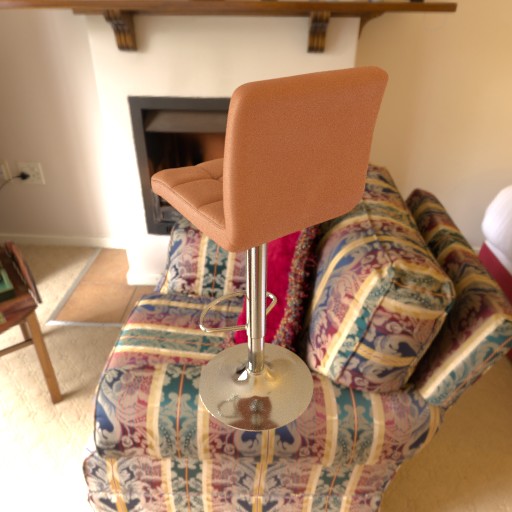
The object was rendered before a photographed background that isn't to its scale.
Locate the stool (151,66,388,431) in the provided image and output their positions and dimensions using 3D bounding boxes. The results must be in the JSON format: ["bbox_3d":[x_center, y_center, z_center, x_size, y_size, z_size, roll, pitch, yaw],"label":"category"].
[{"bbox_3d":[0.000,0.000,1.361,0.430,1.115,0.505,-21,37,-30],"label":"stool"}]
